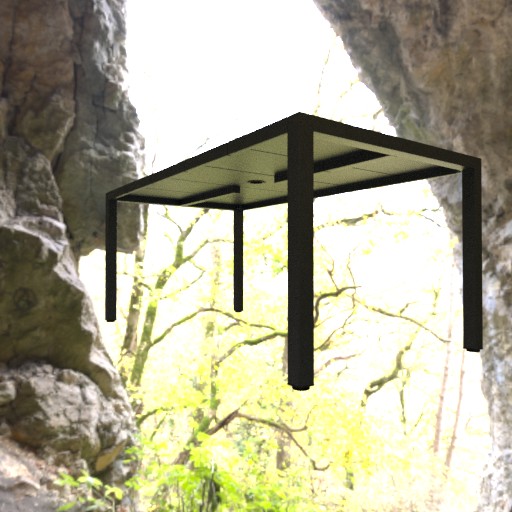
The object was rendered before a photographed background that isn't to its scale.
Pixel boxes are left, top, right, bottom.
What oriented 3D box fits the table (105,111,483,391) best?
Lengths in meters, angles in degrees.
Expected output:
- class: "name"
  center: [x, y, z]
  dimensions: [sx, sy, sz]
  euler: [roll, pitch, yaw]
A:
- class: "table"
  center: [0.000, 0.000, 2.100]
  dimensions: [0.914, 0.735, 1.680]
  euler: [1, -1, -35]
